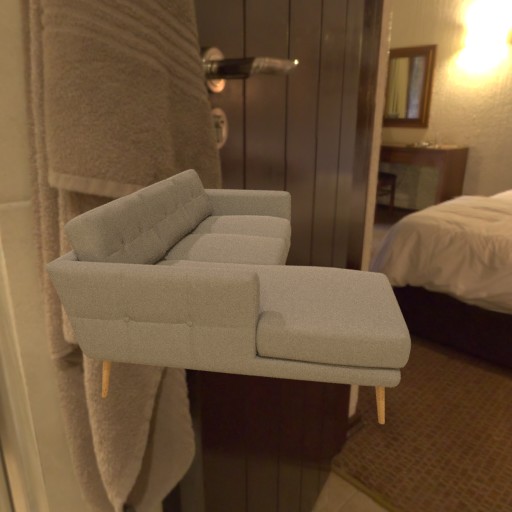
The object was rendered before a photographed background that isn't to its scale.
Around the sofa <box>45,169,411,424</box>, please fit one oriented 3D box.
[{"bbox_3d":[0.000,0.000,2.769,1.530,0.860,2.040,3,18,8],"label":"sofa"}]
